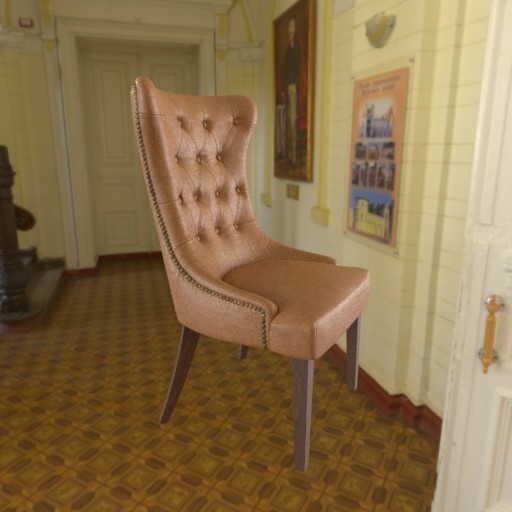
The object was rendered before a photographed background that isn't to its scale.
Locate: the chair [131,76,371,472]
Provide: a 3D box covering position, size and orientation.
[{"bbox_3d":[0.000,0.000,1.452,0.669,1.065,0.611,8,16,28],"label":"chair"}]
